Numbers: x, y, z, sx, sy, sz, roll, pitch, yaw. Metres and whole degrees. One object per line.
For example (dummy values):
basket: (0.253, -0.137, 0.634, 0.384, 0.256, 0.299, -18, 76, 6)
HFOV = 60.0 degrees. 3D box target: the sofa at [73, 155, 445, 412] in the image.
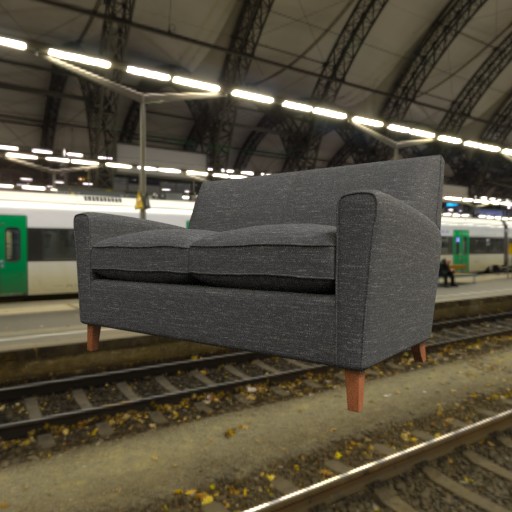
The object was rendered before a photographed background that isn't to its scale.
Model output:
sofa: (0.000, 0.000, 1.926, 1.420, 0.846, 0.875, 1, 1, 36)
